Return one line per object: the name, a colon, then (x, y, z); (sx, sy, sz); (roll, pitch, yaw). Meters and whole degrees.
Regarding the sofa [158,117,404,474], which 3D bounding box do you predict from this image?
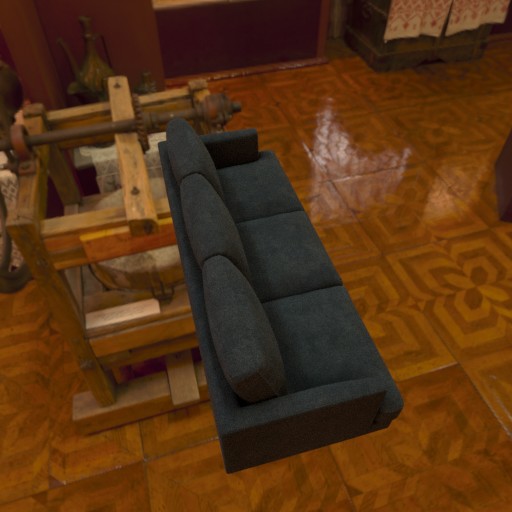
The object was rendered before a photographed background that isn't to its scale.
sofa: (0.000, 0.000, 2.753); (0.903, 0.930, 2.246); (-11, 48, -10)
